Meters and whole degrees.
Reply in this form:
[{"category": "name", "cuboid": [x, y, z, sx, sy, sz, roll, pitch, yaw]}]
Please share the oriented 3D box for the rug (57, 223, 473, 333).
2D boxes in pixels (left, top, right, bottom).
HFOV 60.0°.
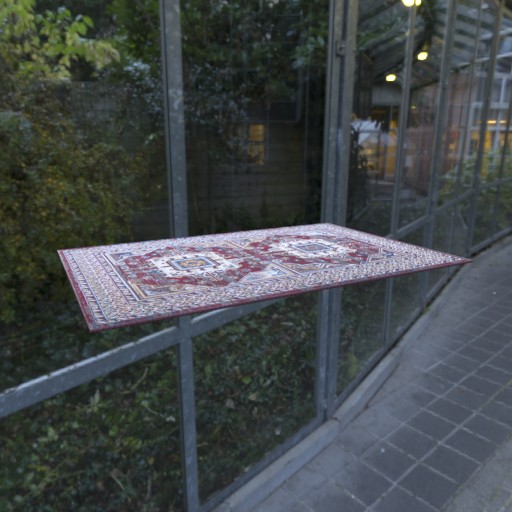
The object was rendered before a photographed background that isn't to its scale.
[{"category": "rug", "cuboid": [0.000, 0.000, 5.833, 4.578, 0.033, 3.033, -8, 16, -27]}]
